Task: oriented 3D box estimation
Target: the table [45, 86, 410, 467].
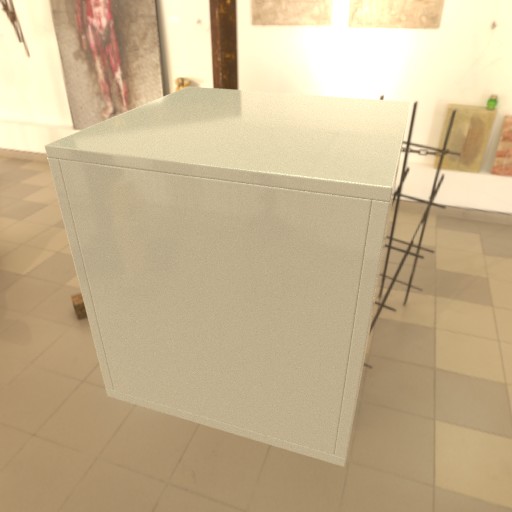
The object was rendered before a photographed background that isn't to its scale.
[{"bbox_3d":[0.000,0.000,0.776,0.420,0.470,0.400,10,33,16],"label":"table"}]
